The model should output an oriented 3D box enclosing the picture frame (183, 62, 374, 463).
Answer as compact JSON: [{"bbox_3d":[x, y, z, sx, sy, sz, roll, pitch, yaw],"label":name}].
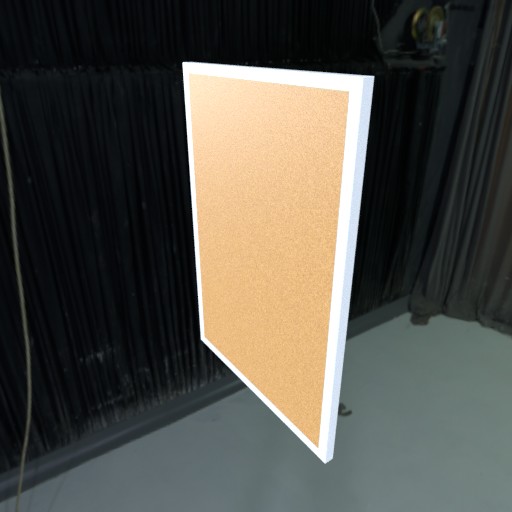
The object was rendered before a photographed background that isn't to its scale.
[{"bbox_3d":[0.000,0.000,0.555,0.013,0.434,0.305,-17,31,-32],"label":"picture frame"}]
